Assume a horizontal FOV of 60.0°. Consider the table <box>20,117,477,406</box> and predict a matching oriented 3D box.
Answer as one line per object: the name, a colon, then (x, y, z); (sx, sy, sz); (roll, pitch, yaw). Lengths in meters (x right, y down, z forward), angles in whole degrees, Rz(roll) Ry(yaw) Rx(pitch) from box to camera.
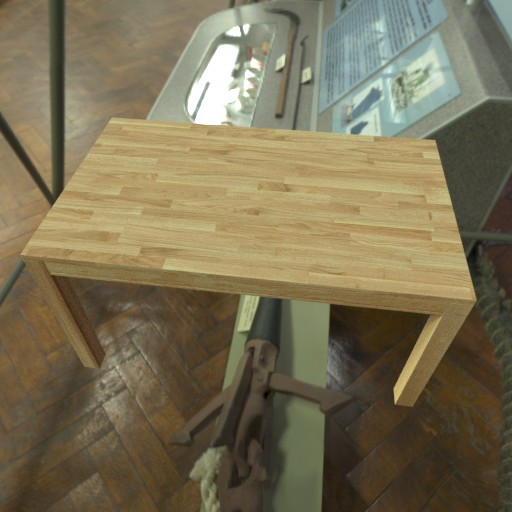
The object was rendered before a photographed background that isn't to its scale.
table: (0.000, 0.000, 2.026); (1.500, 0.770, 0.900); (5, 48, 5)
